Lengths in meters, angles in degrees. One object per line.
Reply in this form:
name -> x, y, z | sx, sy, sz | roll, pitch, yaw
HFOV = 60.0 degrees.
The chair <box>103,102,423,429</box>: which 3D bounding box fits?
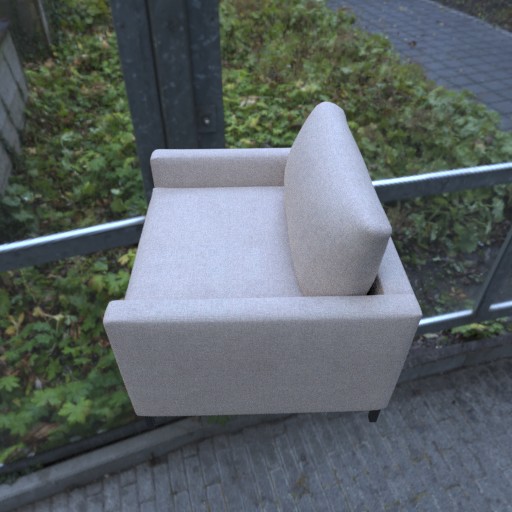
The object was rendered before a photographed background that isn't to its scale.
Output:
chair -> 0.000, 0.000, 1.629 | 0.866, 0.861, 0.963 | -1, 41, -1
